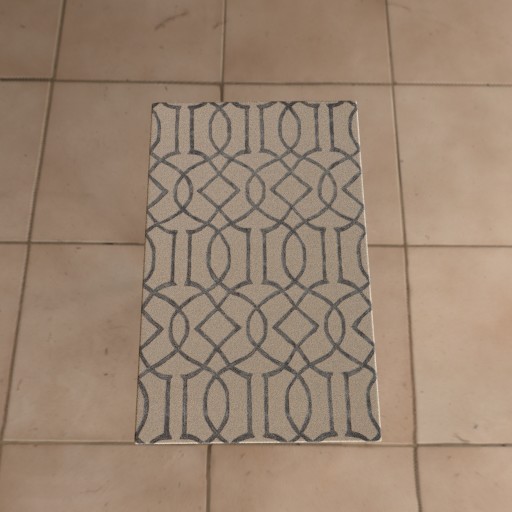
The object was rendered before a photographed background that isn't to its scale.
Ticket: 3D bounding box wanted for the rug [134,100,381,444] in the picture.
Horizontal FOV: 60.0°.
[{"bbox_3d":[0.000,0.000,3.009,1.521,0.017,2.365,-1,76,0],"label":"rug"}]
